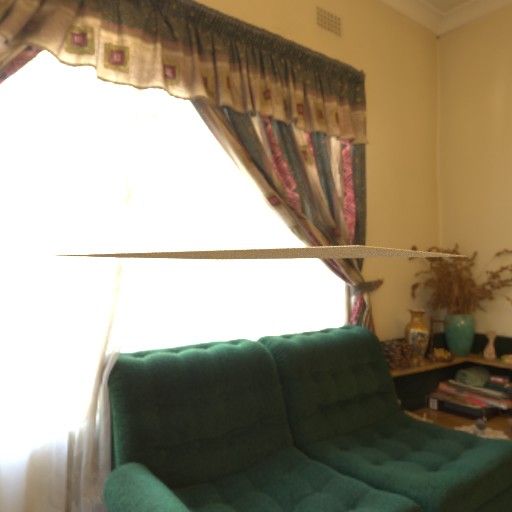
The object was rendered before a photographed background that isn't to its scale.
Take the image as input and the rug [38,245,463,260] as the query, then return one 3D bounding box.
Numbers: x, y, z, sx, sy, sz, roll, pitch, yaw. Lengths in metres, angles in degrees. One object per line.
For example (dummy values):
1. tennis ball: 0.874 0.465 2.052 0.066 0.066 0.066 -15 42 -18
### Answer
1. rug: 0.000 0.000 4.051 3.067 0.005 2.454 -1 -2 36
